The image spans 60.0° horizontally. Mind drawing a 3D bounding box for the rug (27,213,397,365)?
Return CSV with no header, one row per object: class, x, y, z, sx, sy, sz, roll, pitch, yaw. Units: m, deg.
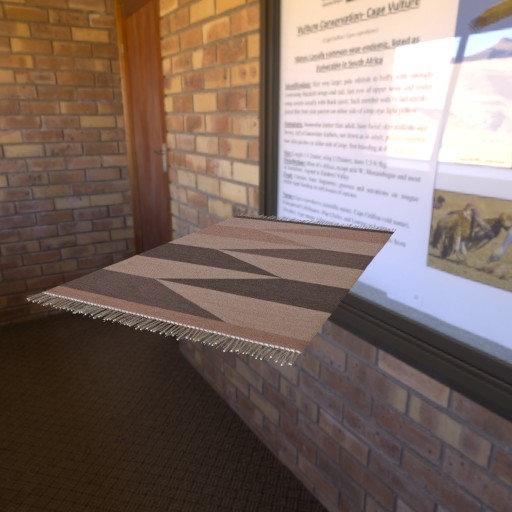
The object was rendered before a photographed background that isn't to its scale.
rug,0.000,0.000,2.504,1.224,0.027,2.021,8,19,25
